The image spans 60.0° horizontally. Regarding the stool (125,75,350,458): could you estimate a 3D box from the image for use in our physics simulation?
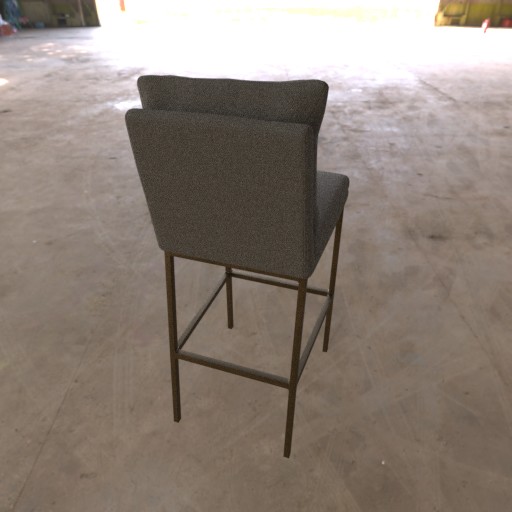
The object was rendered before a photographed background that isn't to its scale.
[{"bbox_3d":[0.000,0.000,1.401,0.463,1.132,0.569,11,33,17],"label":"stool"}]
